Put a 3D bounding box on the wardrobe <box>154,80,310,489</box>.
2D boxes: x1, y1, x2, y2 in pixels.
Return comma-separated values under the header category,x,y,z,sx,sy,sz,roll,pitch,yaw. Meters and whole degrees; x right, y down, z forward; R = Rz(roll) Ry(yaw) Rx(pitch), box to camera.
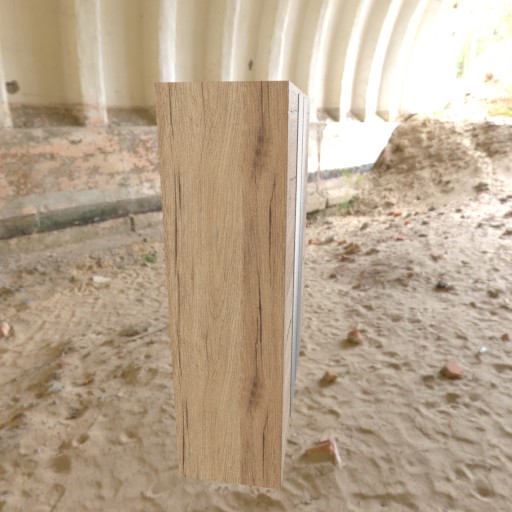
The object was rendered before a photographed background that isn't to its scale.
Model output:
category,x,y,z,sx,sy,sz,roll,pitch,yaw
wardrobe,0.000,0.000,2.993,0.580,2.070,1.810,3,18,9
